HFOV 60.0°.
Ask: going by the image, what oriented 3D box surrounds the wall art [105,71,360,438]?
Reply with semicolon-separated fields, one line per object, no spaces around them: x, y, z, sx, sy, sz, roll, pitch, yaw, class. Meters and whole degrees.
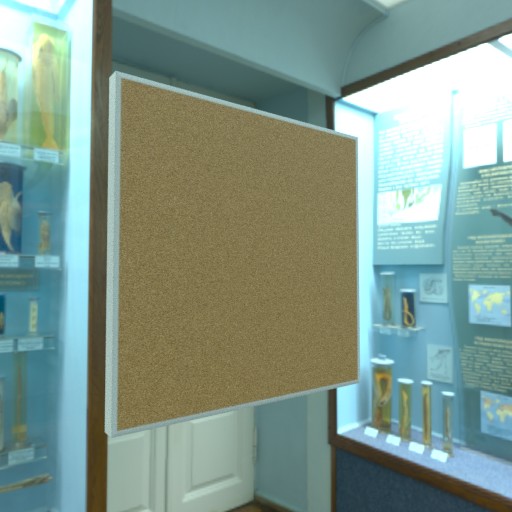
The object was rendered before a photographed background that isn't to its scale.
0.000;0.000;1.166;0.768;0.765;0.041;2;-3;-36;wall art
